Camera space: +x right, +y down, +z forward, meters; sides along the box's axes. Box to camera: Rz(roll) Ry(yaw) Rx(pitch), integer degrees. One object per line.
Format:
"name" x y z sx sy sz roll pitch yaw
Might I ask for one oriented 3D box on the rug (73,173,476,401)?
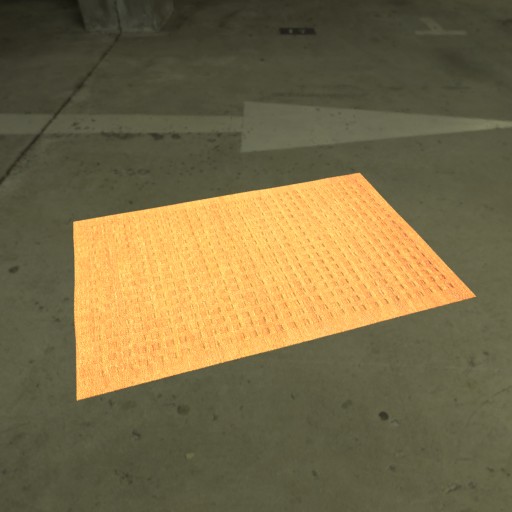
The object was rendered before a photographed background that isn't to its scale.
"rug" 0.000 0.000 2.228 1.747 0.006 1.143 -12 43 -13
